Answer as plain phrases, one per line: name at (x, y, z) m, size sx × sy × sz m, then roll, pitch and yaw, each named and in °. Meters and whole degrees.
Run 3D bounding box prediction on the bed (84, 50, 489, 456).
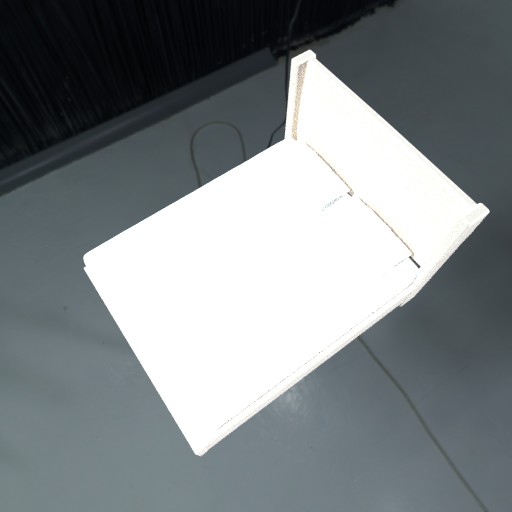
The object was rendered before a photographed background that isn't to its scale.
bed at (0.000, 0.000, 3.403) m, size 2.293 × 1.471 × 1.778 m, roll -33°, pitch 68°, yaw -15°
